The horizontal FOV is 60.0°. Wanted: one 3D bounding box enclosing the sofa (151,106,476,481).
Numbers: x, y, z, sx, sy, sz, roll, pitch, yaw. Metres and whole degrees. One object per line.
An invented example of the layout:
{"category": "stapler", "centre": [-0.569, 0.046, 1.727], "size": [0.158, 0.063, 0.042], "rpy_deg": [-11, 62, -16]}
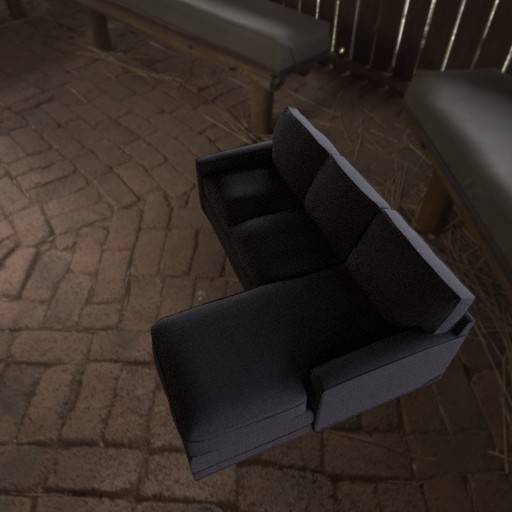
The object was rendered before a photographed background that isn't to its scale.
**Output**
{"category": "sofa", "centre": [0.000, 0.000, 3.248], "size": [1.790, 0.973, 2.370], "rpy_deg": [-17, 49, -15]}
